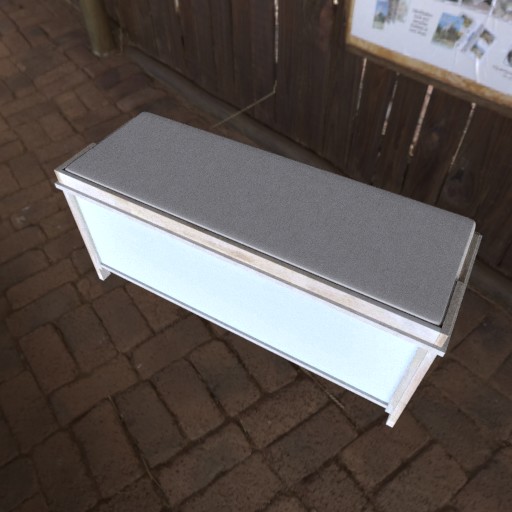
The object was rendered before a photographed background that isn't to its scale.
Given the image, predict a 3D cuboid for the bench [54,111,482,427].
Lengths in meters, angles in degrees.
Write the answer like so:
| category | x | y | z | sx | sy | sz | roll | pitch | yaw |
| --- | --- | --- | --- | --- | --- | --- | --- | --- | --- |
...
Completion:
| category | x | y | z | sx | sy | sz | roll | pitch | yaw |
| --- | --- | --- | --- | --- | --- | --- | --- | --- | --- |
| bench | 0.000 | 0.000 | 1.387 | 1.140 | 0.501 | 0.398 | 23 | 52 | 19 |
